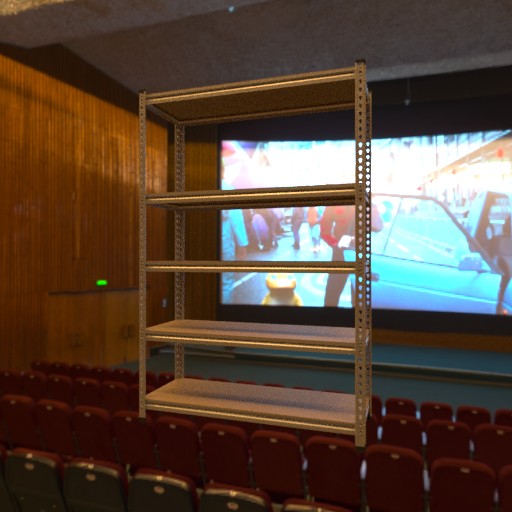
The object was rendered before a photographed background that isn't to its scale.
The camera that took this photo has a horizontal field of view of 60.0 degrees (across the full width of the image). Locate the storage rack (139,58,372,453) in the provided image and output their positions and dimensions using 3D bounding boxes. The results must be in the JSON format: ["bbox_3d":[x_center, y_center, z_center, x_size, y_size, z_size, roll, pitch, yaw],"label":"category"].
[{"bbox_3d":[0.000,0.000,2.460,1.219,1.829,0.457,0,0,19],"label":"storage rack"}]
